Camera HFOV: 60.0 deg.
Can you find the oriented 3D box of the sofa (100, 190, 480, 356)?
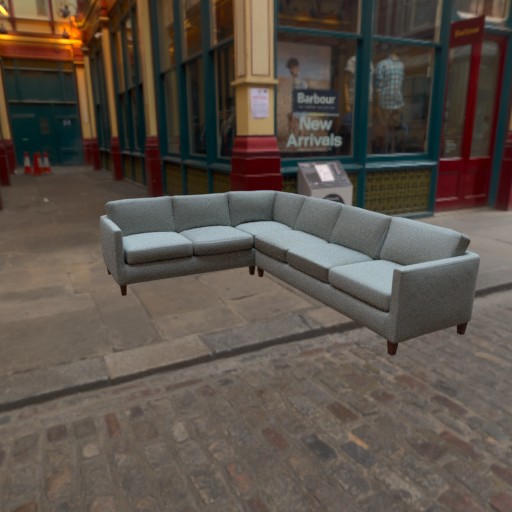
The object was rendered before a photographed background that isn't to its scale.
[{"bbox_3d":[0.000,0.000,4.553,2.592,0.947,3.301,-8,17,-26],"label":"sofa"}]
